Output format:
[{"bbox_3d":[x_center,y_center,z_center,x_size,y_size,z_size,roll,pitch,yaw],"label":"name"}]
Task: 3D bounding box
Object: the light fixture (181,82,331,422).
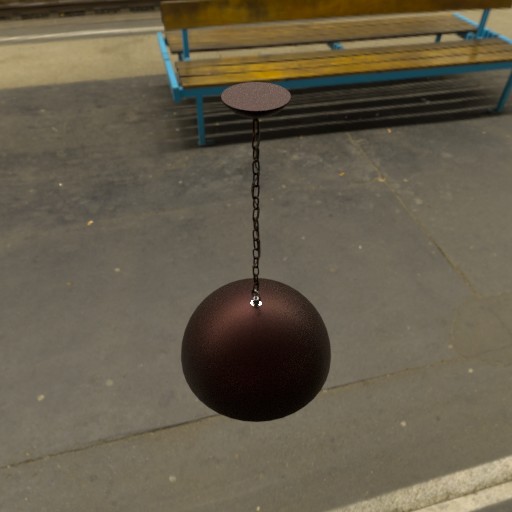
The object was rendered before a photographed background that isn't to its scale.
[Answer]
[{"bbox_3d":[0.000,0.000,1.178,0.492,0.869,0.492,-27,49,-26],"label":"light fixture"}]
